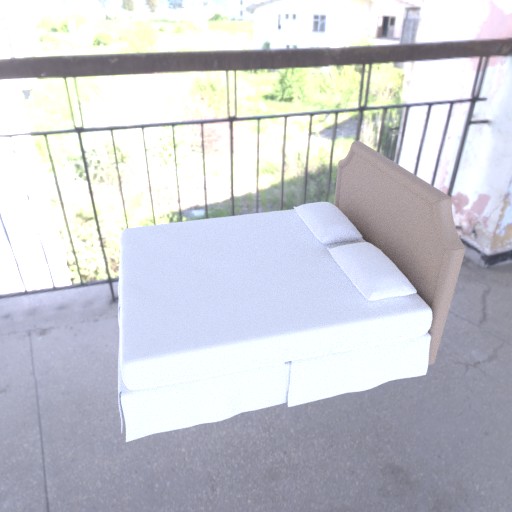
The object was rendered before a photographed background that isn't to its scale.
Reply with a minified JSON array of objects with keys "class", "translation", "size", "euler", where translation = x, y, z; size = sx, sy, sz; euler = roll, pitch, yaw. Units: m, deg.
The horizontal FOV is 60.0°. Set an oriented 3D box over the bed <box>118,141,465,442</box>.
[{"class":"bed","translation":[0.000,0.000,4.251],"size":[2.773,1.590,2.350],"euler":[-8,31,-13]}]
